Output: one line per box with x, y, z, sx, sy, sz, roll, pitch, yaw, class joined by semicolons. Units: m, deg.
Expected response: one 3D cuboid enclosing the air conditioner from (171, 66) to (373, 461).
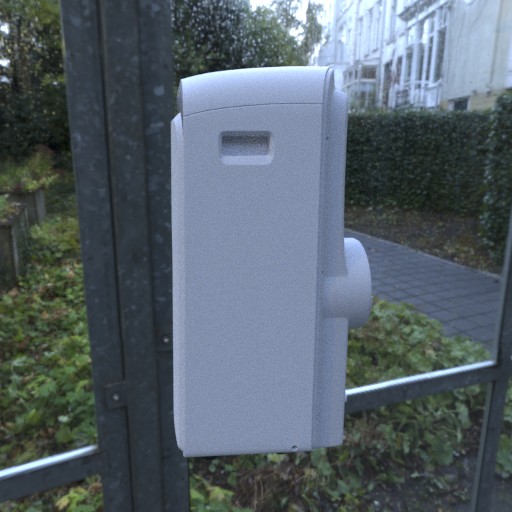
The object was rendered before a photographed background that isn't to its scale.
0.000;0.000;0.935;0.365;0.700;0.454;-2;14;-7;air conditioner
